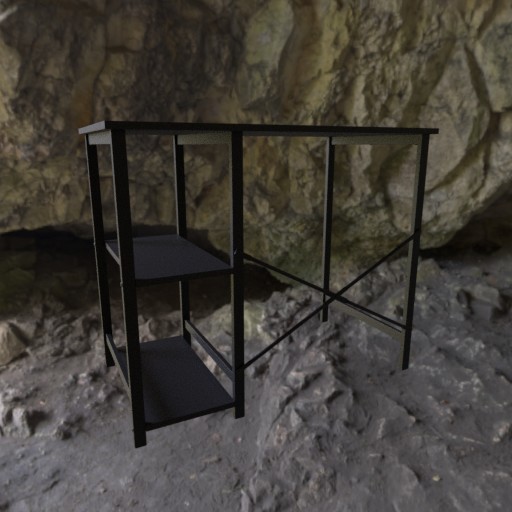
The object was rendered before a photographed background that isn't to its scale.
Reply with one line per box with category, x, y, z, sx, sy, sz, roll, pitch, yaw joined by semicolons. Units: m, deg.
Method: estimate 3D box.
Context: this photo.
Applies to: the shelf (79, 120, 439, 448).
shelf;0.000;0.000;1.355;0.902;0.749;0.498;-7;16;-26
